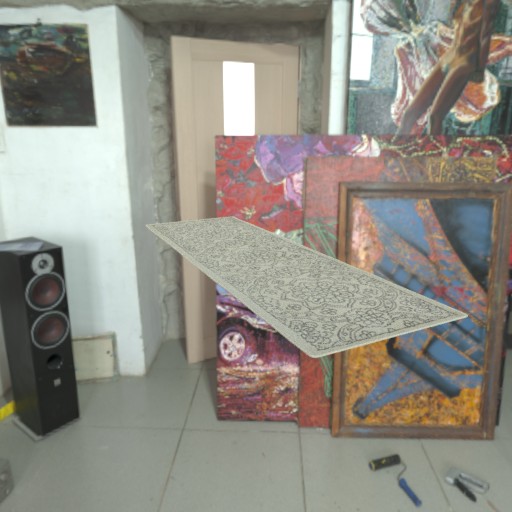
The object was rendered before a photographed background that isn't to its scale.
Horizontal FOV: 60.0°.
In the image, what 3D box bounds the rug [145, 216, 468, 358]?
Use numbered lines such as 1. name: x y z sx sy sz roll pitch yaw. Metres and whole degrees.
1. rug: 0.000 0.000 2.734 0.806 0.006 2.431 -8 18 -26
